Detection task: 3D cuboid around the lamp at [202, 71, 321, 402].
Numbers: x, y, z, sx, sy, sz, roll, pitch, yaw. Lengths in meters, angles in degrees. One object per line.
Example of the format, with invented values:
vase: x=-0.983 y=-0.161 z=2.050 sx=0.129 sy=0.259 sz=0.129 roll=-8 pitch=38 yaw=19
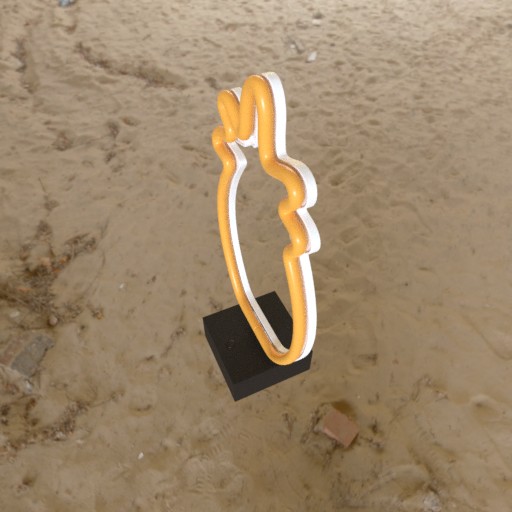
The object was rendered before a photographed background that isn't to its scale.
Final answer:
lamp: x=0.000 y=0.000 z=0.381 sx=0.088 sy=0.317 sz=0.167 roll=-19 pitch=50 yaw=-17
